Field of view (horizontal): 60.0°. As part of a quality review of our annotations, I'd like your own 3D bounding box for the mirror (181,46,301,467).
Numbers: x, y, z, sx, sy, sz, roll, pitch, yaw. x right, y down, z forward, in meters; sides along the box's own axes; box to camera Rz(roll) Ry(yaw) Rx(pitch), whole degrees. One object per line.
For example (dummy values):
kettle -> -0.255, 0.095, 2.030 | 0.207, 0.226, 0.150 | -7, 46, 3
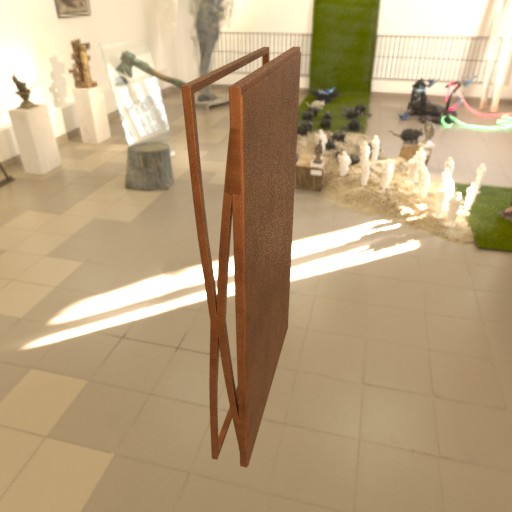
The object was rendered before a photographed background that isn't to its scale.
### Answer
mirror -> 0.000, 0.000, 0.946 | 0.082, 0.768, 0.468 | 7, 32, 12
